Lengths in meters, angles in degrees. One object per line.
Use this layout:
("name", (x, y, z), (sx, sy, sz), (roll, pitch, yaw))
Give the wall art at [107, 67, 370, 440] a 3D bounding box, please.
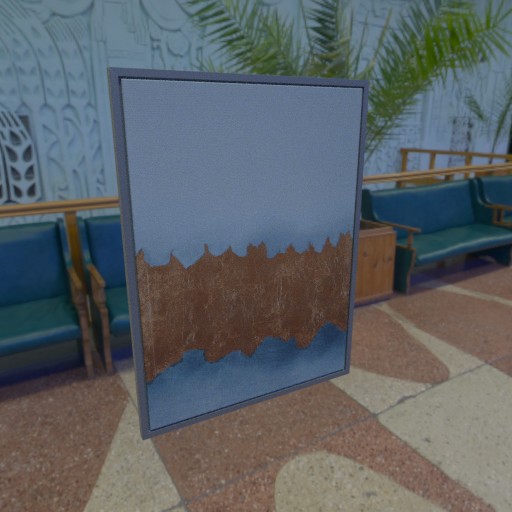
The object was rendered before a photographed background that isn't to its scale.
("wall art", (0.000, 0.000, 1.373), (0.789, 1.042, 0.034), (-9, 19, -27))
